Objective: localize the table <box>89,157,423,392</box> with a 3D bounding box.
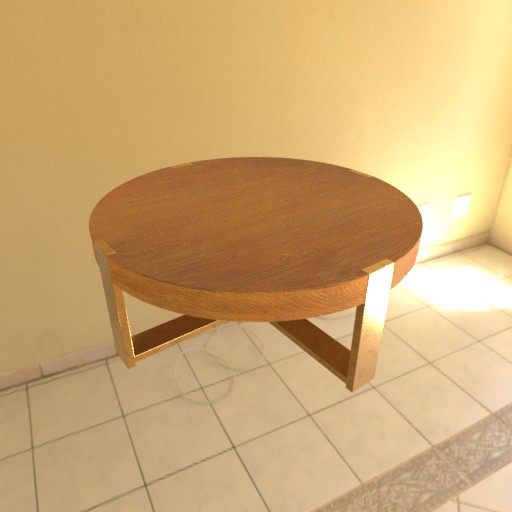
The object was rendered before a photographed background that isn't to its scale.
[{"bbox_3d":[0.000,0.000,1.643,1.100,0.420,1.100,0,29,0],"label":"table"}]
